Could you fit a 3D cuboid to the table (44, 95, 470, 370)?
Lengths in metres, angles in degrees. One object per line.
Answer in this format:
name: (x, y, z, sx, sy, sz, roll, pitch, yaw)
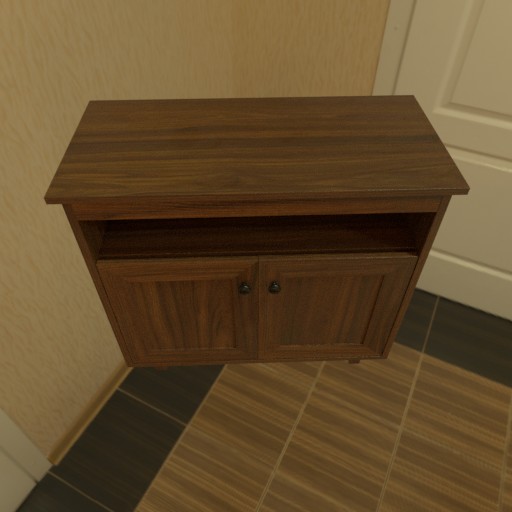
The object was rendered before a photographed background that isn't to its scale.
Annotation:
table: (0.000, 0.000, 1.222, 0.802, 0.725, 0.390, -2, 46, -1)
